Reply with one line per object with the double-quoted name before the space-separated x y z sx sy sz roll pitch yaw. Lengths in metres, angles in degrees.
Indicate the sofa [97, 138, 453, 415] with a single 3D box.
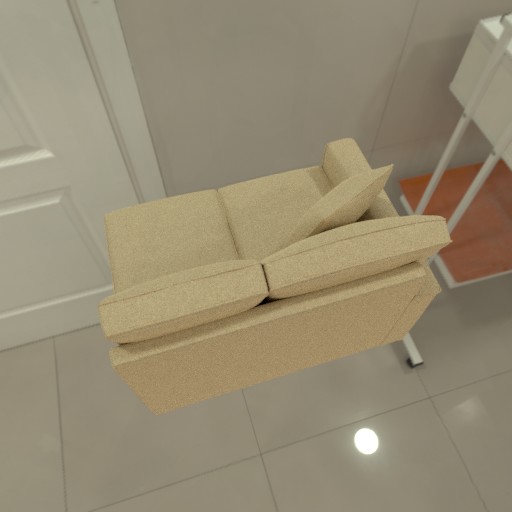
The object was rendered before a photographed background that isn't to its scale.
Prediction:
"sofa" 0.000 0.000 2.156 1.388 0.989 0.991 -15 59 -9
